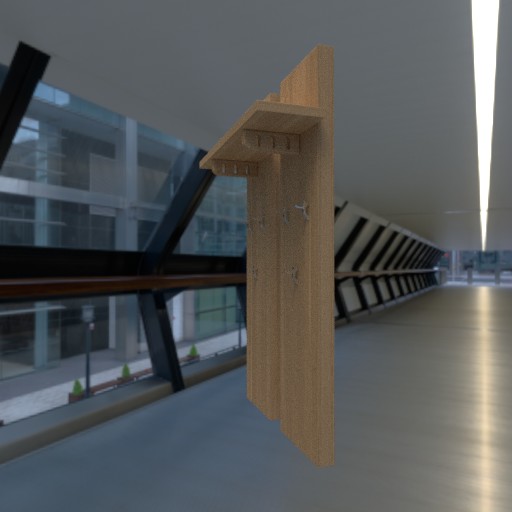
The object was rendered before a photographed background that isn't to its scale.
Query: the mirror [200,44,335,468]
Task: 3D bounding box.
[{"bbox_3d":[0.000,0.000,1.619,0.260,1.250,0.800,0,-1,-18],"label":"mirror"}]
